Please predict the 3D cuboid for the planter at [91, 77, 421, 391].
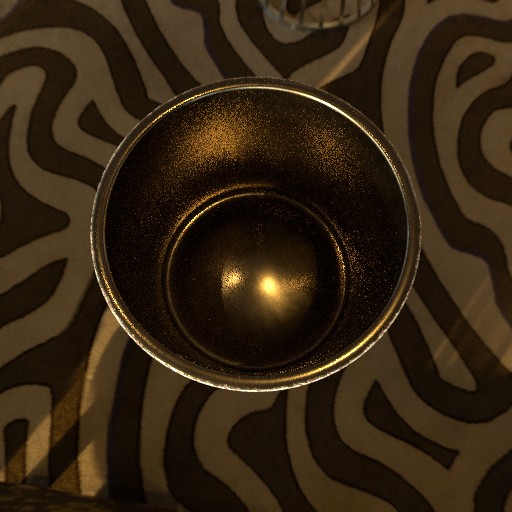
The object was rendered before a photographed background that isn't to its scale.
[{"bbox_3d":[0.000,0.000,0.309,0.178,0.157,0.178,0,75,0],"label":"planter"}]
